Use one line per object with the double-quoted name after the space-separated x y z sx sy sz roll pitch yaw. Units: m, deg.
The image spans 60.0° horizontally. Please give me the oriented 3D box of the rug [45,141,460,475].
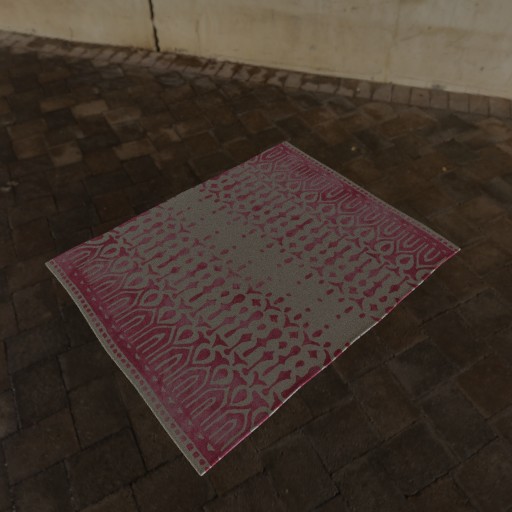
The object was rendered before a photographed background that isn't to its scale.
0.000 0.000 4.157 3.095 0.016 2.441 -33 55 -26 "rug"
